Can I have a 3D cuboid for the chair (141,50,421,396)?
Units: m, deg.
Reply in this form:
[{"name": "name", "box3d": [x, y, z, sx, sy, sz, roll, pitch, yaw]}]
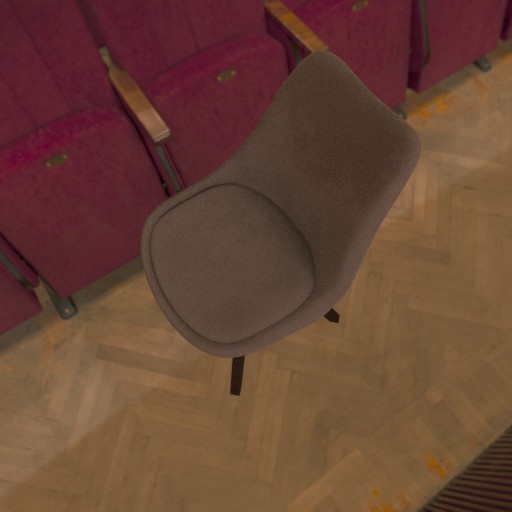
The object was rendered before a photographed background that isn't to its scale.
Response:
[{"name": "chair", "box3d": [0.000, 0.000, 1.152, 0.550, 0.850, 0.476, -31, 69, -13]}]
